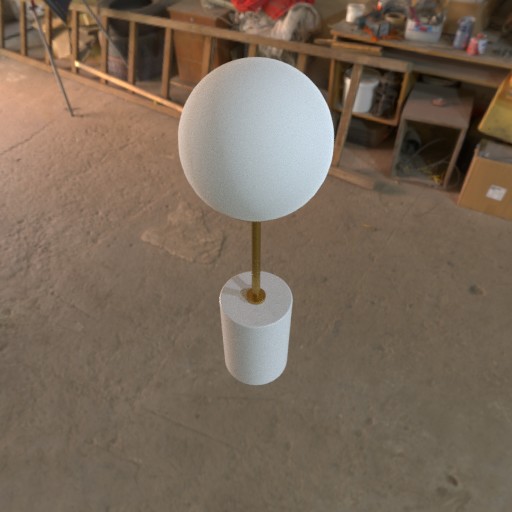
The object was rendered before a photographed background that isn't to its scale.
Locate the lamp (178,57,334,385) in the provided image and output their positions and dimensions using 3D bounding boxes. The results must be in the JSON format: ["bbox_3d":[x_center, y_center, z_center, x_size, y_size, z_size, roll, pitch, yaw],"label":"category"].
[{"bbox_3d":[0.000,0.000,0.558,0.153,0.480,0.153,0,46,0],"label":"lamp"}]
